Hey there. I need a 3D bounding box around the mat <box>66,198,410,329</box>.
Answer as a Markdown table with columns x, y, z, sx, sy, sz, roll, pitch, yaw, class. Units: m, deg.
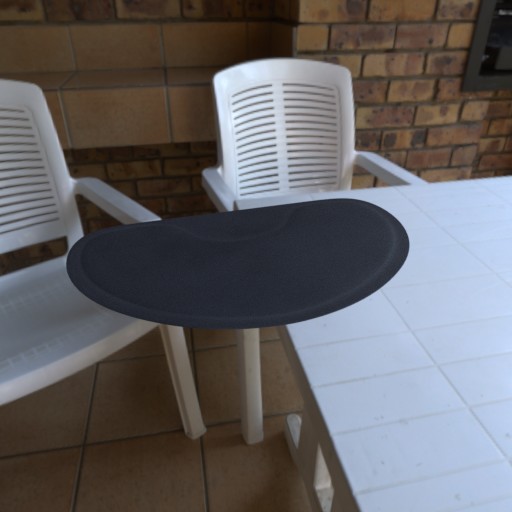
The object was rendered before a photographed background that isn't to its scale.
| x | y | z | sx | sy | sz | roll | pitch | yaw | class |
| --- | --- | --- | --- | --- | --- | --- | --- | --- | --- |
| 0.000 | 0.000 | 1.866 | 1.524 | 0.013 | 0.913 | -9 | 32 | -14 | mat |
